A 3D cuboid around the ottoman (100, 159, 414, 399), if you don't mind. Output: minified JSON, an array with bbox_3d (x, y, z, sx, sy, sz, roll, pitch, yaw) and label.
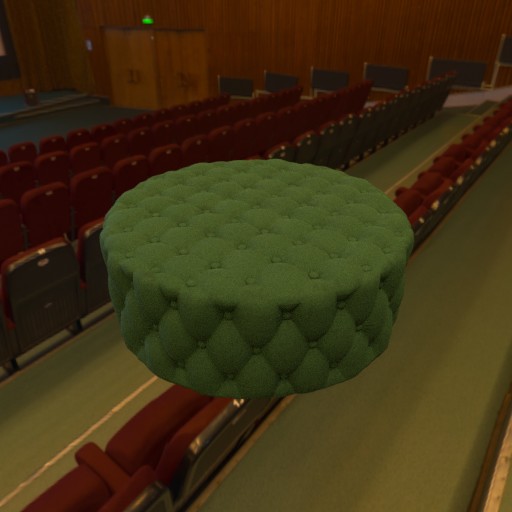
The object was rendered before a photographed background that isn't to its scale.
[{"bbox_3d":[0.000,0.000,1.530,0.998,0.399,0.998,0,32,0],"label":"ottoman"}]
